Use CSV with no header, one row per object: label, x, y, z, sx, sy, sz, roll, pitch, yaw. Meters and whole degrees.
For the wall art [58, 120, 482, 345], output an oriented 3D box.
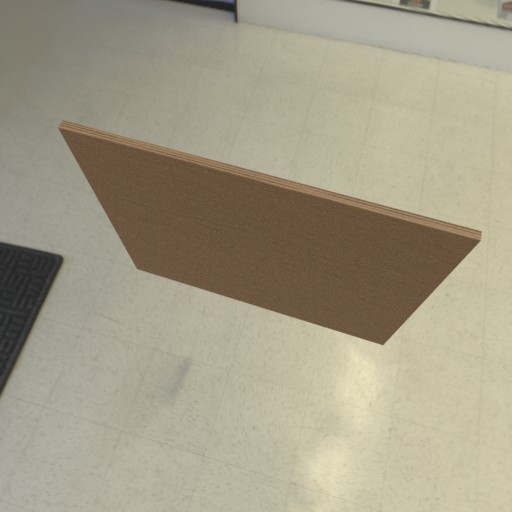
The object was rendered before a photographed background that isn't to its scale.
wall art,0.000,0.000,0.691,0.508,0.406,0.013,16,64,8
